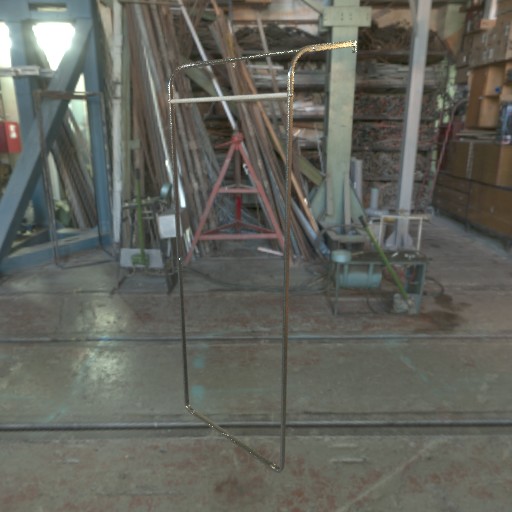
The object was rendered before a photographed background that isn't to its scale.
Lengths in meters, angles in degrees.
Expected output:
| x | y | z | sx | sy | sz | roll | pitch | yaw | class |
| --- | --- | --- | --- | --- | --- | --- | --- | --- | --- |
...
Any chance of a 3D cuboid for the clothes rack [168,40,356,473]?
| x | y | z | sx | sy | sz | roll | pitch | yaw | class |
| --- | --- | --- | --- | --- | --- | --- | --- | --- | --- |
| 0.000 | 0.000 | 1.803 | 0.609 | 1.574 | 0.349 | 15 | 22 | 41 | clothes rack |
